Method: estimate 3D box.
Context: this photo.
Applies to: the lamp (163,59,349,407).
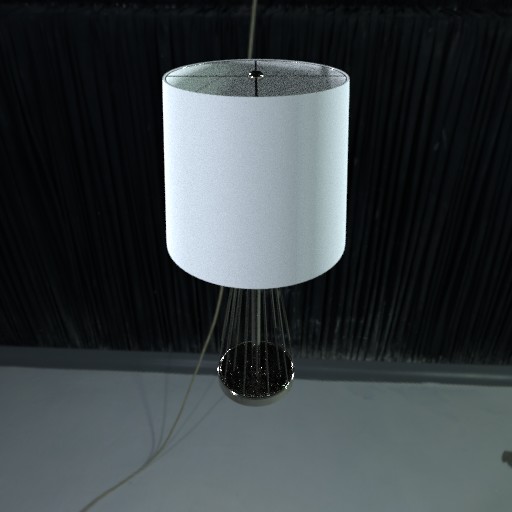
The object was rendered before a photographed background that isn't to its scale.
[{"bbox_3d":[0.000,0.000,0.788,0.303,0.618,0.303,0,33,0],"label":"lamp"}]
